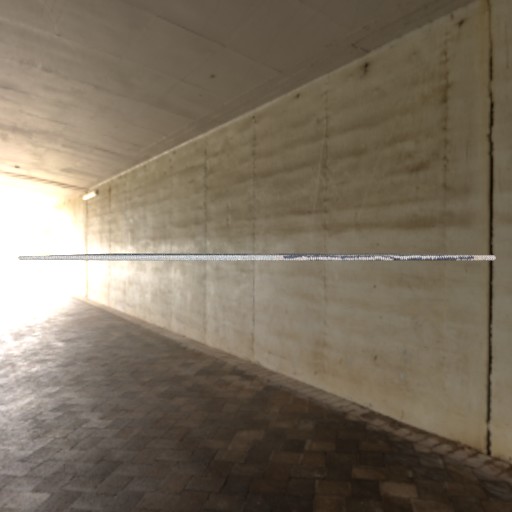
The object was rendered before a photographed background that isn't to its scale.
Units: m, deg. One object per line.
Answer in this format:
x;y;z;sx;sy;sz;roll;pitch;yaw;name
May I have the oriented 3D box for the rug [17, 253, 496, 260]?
0.000;0.000;2.322;1.847;0.020;1.238;0;1;-1;rug
